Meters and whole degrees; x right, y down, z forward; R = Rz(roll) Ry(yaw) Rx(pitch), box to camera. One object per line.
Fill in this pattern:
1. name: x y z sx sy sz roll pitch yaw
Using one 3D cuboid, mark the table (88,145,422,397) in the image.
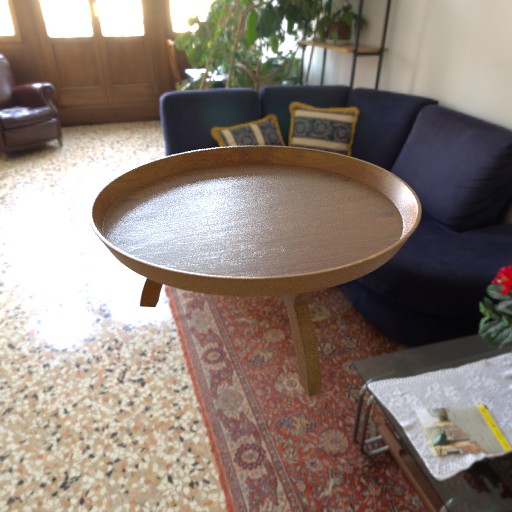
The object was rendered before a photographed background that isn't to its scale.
1. table: 0.000 0.000 1.515 1.016 0.470 1.016 0 30 0
